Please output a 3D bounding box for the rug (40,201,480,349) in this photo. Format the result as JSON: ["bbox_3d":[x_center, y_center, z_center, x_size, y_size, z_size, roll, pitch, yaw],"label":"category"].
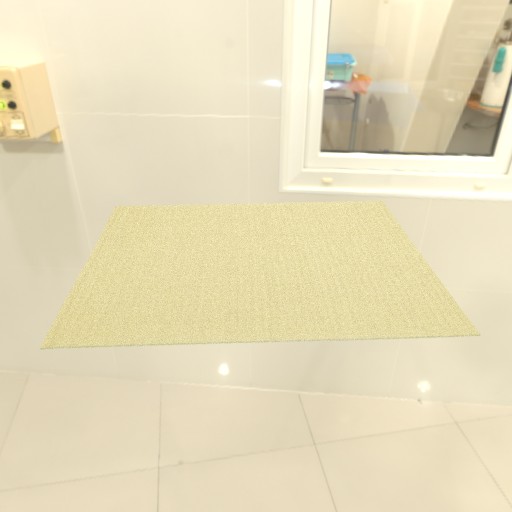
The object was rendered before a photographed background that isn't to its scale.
[{"bbox_3d":[0.000,0.000,4.253,3.204,0.016,2.452,-1,31,-2],"label":"rug"}]
